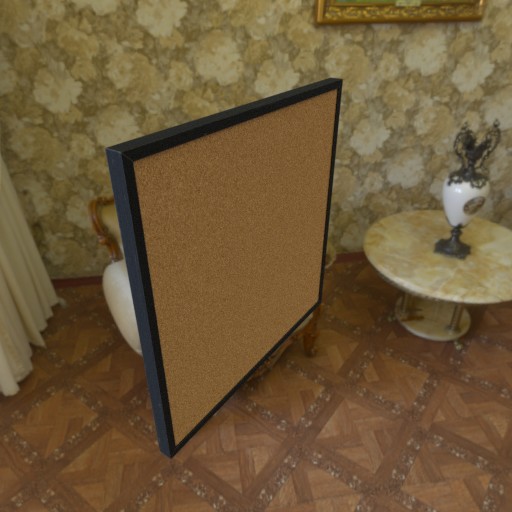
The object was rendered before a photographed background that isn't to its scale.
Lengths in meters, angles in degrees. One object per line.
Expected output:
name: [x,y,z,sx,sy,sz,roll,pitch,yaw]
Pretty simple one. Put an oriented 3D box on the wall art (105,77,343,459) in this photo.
wall art: [0.000,0.000,1.146,0.037,0.761,0.761,20,37,30]
